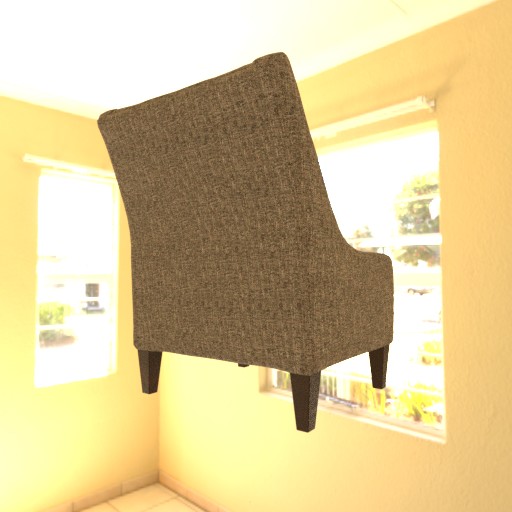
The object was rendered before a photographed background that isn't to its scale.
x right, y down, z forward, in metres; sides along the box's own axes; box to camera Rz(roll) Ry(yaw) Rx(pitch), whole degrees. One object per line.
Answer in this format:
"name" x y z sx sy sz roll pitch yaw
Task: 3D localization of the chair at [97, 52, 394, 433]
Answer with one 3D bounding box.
"chair" 0.000 0.000 1.645 0.774 1.014 0.870 -2 -3 36
